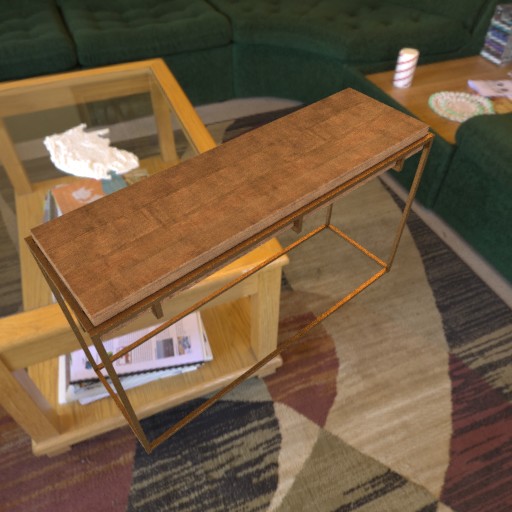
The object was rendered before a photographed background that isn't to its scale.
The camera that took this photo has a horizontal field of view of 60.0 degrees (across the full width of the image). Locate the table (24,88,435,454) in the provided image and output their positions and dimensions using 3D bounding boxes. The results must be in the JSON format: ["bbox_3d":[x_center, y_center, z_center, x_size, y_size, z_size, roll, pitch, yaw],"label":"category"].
[{"bbox_3d":[0.000,0.000,1.756,1.400,0.820,0.440,-31,54,-26],"label":"table"}]
